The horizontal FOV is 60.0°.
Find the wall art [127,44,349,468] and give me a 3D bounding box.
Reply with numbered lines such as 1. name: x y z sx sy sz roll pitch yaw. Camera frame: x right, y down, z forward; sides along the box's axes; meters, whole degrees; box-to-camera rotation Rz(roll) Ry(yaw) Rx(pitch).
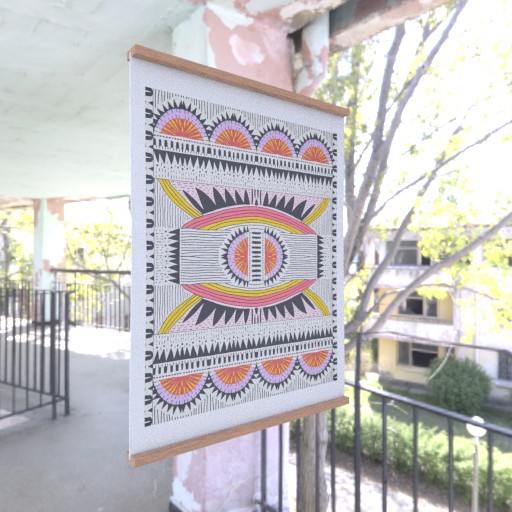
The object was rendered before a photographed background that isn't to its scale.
1. wall art: 0.000 0.000 0.684 0.403 0.527 0.028 0 0 -37
